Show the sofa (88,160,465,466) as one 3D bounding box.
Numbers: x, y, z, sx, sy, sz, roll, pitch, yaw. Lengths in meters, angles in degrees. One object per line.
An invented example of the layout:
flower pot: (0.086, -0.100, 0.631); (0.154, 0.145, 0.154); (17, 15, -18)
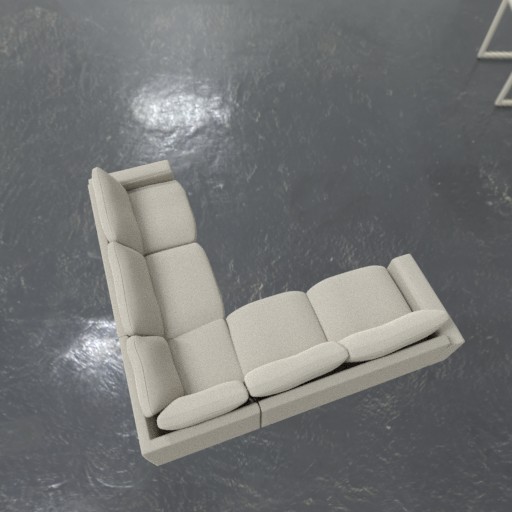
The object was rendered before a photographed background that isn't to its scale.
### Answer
sofa: (0.000, 0.000, 4.779); (3.066, 0.918, 3.206); (-17, 60, -10)
